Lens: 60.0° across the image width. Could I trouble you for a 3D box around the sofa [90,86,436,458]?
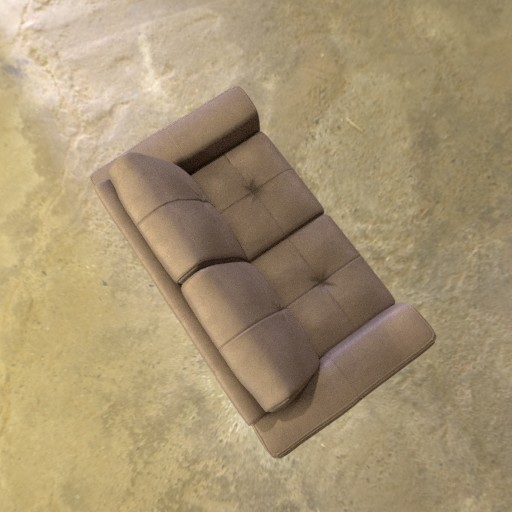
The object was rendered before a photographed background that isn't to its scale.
[{"bbox_3d":[0.000,0.000,2.385,1.018,0.907,1.806,-34,78,-8],"label":"sofa"}]
